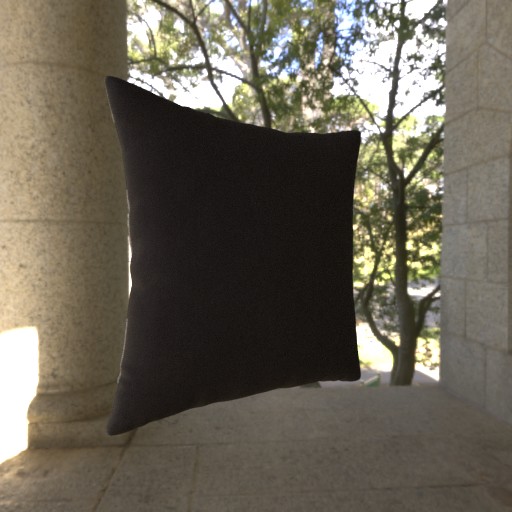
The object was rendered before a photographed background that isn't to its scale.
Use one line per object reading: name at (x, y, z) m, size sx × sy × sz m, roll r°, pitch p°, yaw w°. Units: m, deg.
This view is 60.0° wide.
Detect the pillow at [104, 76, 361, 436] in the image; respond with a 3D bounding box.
pillow at (0.000, 0.000, 0.765) m, size 0.511 × 0.509 × 0.161 m, roll 0°, pitch 0°, yaw -34°
